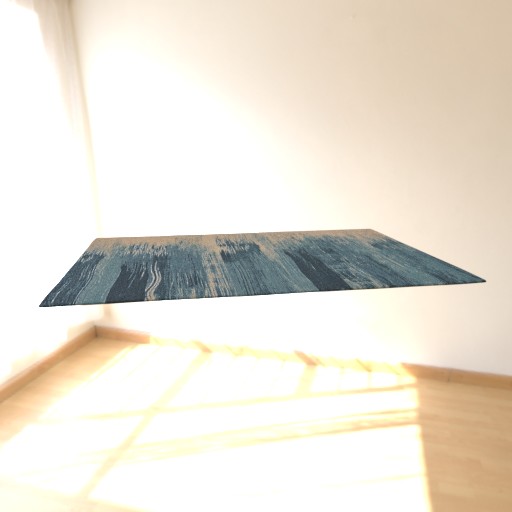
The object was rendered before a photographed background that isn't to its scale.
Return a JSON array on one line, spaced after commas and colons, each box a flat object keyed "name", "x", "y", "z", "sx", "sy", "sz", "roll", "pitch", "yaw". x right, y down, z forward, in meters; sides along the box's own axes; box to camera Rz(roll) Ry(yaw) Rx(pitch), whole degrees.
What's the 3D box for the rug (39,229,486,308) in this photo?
[{"name": "rug", "x": 0.000, "y": 0.000, "z": 2.348, "sx": 1.836, "sy": 0.009, "sz": 1.232, "roll": -2, "pitch": 15, "yaw": -9}]
